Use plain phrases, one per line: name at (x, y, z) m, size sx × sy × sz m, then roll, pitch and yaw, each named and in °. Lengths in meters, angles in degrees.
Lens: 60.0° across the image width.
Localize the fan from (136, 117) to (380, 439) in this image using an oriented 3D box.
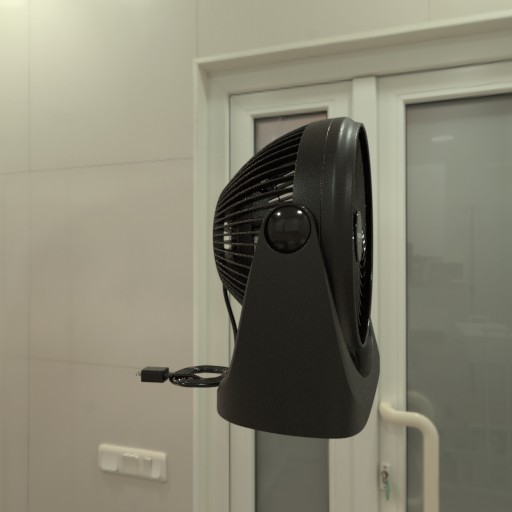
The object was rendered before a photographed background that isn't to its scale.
fan at (0.000, 0.000, 0.490) m, size 0.256 × 0.277 × 0.273 m, roll 0°, pitch 0°, yaw 19°
